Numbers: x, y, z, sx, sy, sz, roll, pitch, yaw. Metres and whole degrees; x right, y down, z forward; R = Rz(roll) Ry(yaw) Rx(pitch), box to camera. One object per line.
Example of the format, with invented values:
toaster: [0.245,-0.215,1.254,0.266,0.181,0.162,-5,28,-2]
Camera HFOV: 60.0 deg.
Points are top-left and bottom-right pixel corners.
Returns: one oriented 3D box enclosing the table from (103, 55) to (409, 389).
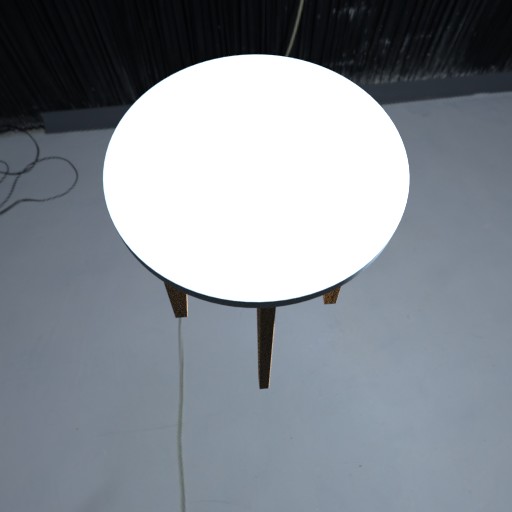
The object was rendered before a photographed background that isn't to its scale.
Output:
table: [0.000,0.000,0.736,0.350,0.500,0.350,0,64,0]
